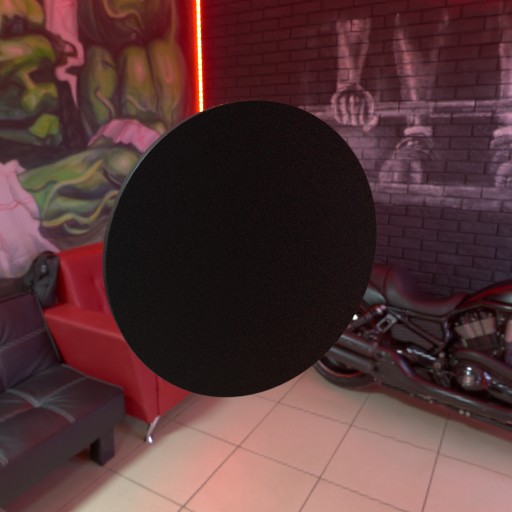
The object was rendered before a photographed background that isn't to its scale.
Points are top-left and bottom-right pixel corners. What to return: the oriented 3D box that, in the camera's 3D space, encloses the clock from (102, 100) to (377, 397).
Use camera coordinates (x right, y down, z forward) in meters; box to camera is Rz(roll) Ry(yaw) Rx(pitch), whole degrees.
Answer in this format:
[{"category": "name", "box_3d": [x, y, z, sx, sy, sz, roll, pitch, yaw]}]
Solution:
[{"category": "clock", "box_3d": [0.000, 0.000, 0.685, 0.454, 0.454, 0.038, -7, 16, -27]}]
